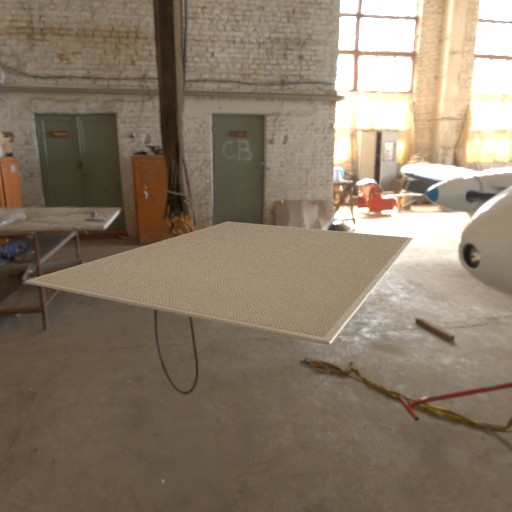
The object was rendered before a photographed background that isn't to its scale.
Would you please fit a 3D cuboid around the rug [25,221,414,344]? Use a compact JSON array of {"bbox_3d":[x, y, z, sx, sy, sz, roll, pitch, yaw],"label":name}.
[{"bbox_3d":[0.000,0.000,4.150,2.407,0.020,3.051,7,16,26],"label":"rug"}]
